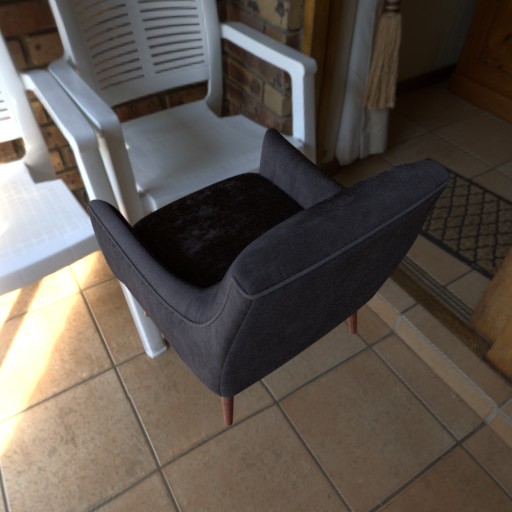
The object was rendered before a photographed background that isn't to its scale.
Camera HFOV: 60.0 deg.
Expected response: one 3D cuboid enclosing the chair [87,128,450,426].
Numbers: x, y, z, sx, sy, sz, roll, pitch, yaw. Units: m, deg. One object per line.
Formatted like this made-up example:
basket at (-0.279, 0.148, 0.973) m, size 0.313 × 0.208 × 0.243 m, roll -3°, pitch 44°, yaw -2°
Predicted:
chair at (0.000, 0.000, 1.420) m, size 0.762 × 0.838 × 0.787 m, roll -29°, pitch 52°, yaw -25°
